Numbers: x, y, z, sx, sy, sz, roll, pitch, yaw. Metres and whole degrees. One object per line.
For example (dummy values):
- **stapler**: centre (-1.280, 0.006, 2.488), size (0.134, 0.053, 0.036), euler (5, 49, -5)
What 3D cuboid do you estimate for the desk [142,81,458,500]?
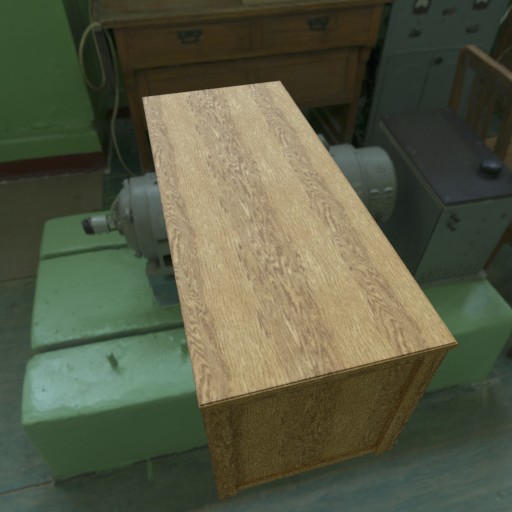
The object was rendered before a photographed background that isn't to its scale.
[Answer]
- **desk**: centre (0.000, 0.000, 1.873), size (0.685, 0.751, 1.567), euler (-11, 47, -10)
